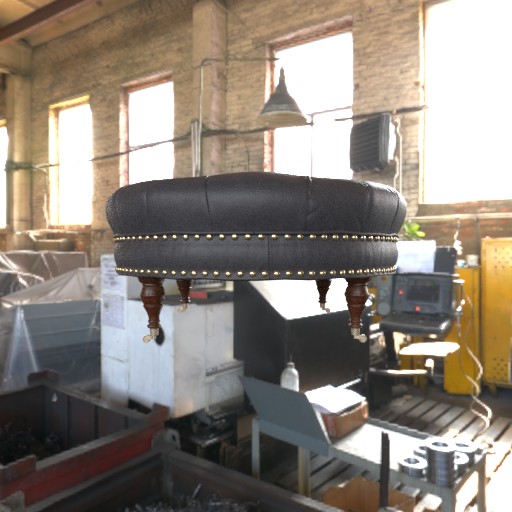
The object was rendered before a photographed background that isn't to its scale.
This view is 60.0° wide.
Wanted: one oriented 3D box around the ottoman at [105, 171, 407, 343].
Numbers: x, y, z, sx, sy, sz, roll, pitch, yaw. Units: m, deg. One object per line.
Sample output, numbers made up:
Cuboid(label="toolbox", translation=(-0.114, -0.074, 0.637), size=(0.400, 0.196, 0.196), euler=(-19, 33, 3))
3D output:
Cuboid(label="ottoman", translation=(0.000, 0.000, 1.401), size=(0.901, 0.439, 0.901), euler=(0, 1, 0))
